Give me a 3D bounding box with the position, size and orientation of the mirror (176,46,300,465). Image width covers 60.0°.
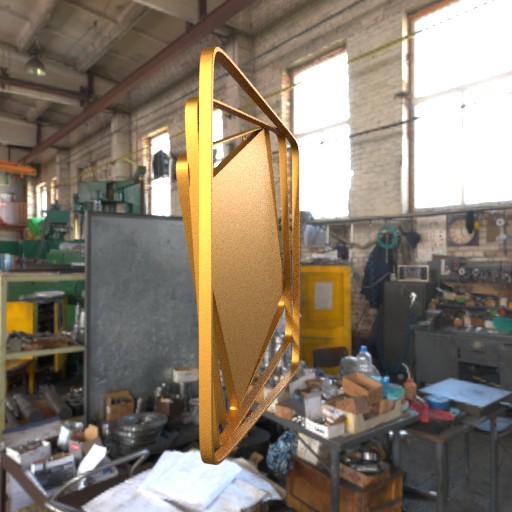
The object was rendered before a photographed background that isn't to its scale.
[{"bbox_3d":[0.000,0.000,0.694,0.045,0.468,0.470,0,0,17],"label":"mirror"}]
